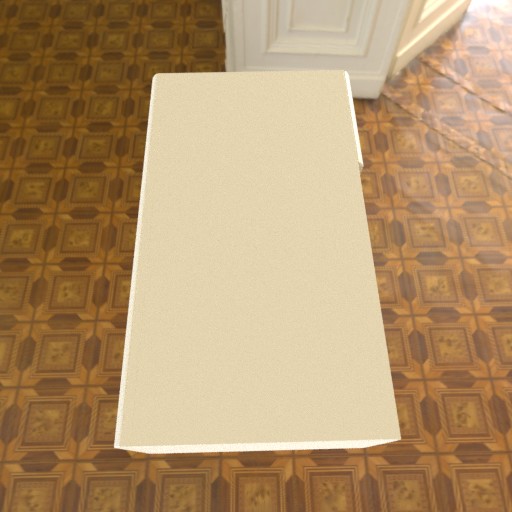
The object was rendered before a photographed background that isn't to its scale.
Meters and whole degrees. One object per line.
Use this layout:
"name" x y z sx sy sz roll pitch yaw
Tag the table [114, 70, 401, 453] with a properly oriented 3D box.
"table" 0.000 0.000 1.376 0.639 0.442 1.097 -1 64 -1
